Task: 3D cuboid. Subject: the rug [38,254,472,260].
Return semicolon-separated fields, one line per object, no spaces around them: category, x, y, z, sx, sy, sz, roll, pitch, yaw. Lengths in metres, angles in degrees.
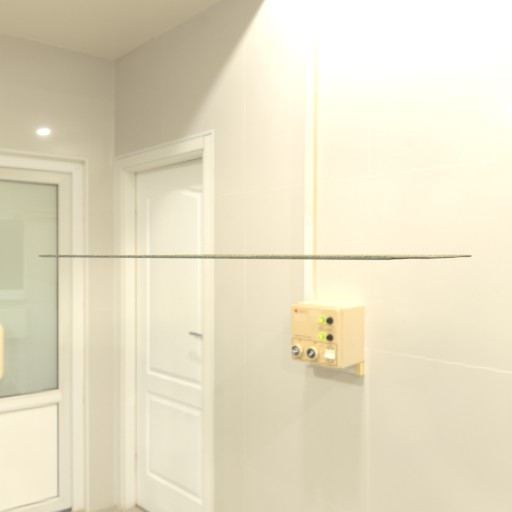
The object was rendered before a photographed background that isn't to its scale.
rug;0.000;0.000;2.835;2.270;0.017;1.606;0;0;35
